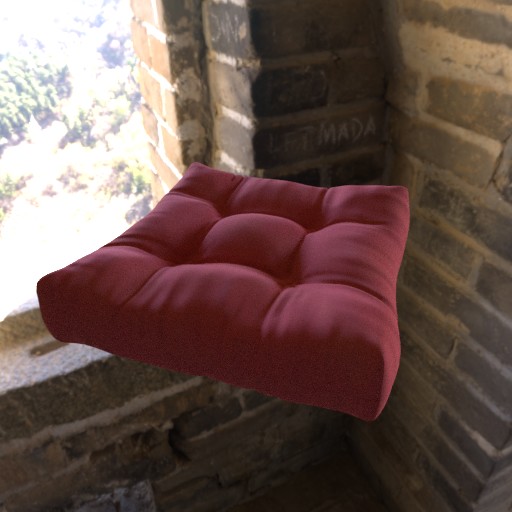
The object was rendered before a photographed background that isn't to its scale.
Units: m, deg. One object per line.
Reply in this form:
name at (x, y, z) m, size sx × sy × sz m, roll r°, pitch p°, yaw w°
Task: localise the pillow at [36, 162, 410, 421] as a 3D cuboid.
pillow at (0.000, 0.000, 0.723) m, size 0.468 × 0.128 × 0.490 m, roll 10°, pitch 33°, yaw 15°
